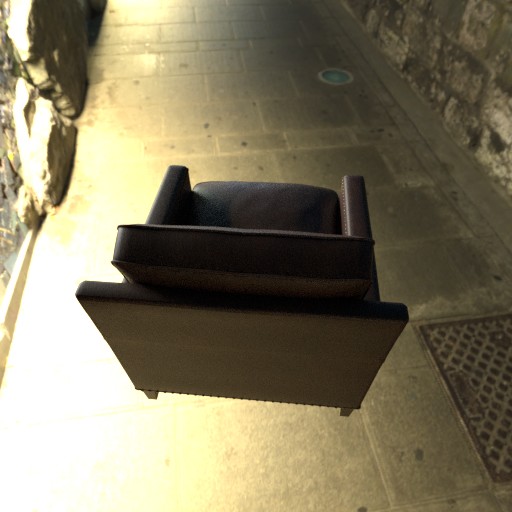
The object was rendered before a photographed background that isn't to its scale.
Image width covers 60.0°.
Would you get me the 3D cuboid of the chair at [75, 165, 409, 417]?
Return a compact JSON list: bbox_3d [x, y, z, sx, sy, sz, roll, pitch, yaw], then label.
[{"bbox_3d":[0.000,0.000,1.690,0.853,0.929,1.014,4,46,4],"label":"chair"}]
